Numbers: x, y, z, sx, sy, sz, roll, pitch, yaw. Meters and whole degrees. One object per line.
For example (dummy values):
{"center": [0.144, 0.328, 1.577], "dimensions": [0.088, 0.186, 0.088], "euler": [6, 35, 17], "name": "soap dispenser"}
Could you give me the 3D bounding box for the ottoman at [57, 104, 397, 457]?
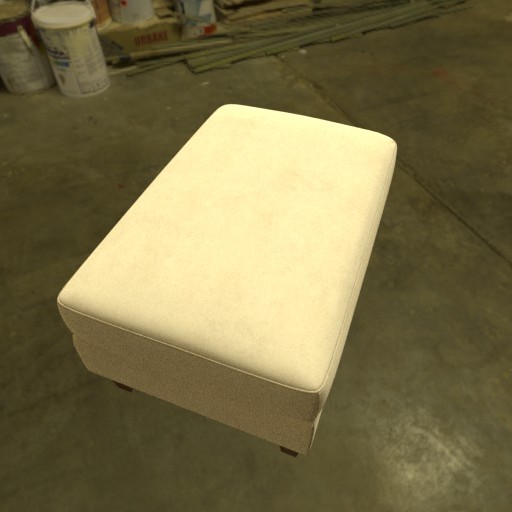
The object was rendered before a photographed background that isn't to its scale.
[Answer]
{"center": [0.000, 0.000, 1.214], "dimensions": [0.584, 0.483, 0.864], "euler": [16, 50, 14], "name": "ottoman"}
